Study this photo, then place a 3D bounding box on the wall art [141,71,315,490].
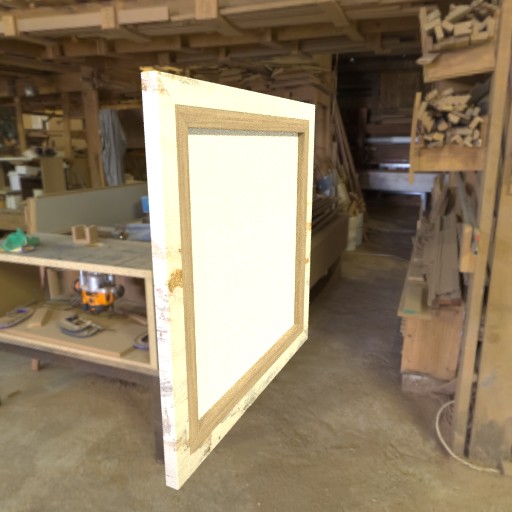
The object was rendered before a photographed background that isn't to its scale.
[{"bbox_3d":[0.000,0.000,1.475,0.040,1.018,1.015,7,16,25],"label":"wall art"}]
